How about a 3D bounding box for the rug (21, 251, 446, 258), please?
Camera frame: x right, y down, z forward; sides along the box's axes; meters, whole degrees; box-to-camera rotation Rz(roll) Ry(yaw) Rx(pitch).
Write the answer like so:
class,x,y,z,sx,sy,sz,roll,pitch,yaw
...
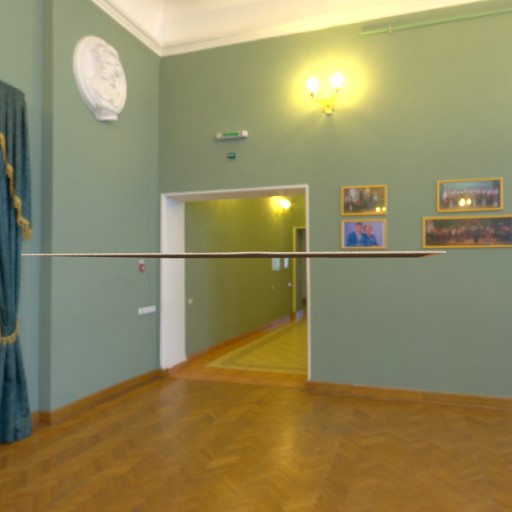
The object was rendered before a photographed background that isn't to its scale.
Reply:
class,x,y,z,sx,sy,sz,roll,pitch,yaw
rug,0.000,0.000,4.074,3.009,0.019,2.423,0,-1,18
